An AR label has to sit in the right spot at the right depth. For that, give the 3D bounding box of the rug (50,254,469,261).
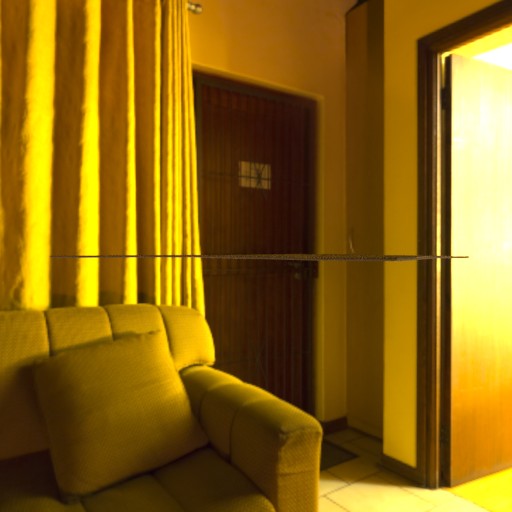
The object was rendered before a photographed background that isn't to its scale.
[{"bbox_3d":[0.000,0.000,2.214,1.777,0.021,1.145,0,0,35],"label":"rug"}]
